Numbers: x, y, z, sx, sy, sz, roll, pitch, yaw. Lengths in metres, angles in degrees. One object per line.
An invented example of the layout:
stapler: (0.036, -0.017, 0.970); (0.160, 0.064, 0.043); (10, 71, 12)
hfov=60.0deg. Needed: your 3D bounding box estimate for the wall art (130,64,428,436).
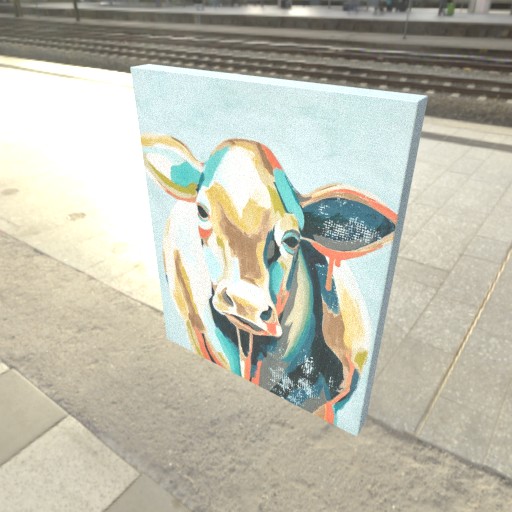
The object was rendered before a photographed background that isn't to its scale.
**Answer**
wall art: (0.000, 0.000, 0.678); (0.409, 0.509, 0.037); (19, 36, 29)
